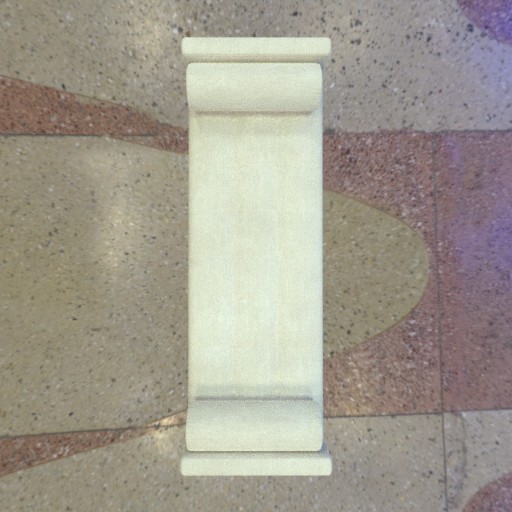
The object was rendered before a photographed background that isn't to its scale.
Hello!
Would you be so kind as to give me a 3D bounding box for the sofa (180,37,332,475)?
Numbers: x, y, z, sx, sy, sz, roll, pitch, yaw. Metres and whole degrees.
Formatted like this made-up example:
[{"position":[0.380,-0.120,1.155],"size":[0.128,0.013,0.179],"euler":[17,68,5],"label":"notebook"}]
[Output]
[{"position":[0.000,0.000,2.293],"size":[0.686,0.635,1.981],"euler":[0,89,0],"label":"sofa"}]
